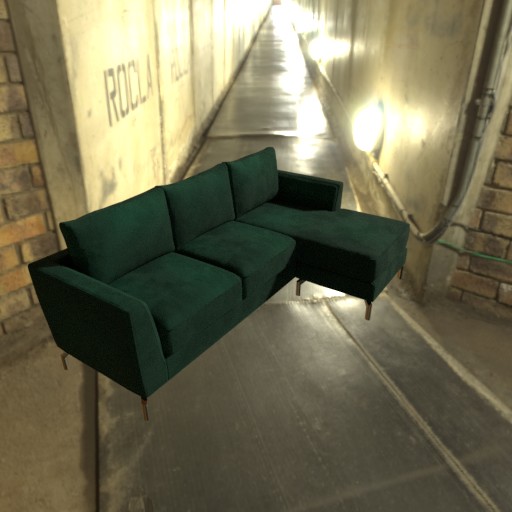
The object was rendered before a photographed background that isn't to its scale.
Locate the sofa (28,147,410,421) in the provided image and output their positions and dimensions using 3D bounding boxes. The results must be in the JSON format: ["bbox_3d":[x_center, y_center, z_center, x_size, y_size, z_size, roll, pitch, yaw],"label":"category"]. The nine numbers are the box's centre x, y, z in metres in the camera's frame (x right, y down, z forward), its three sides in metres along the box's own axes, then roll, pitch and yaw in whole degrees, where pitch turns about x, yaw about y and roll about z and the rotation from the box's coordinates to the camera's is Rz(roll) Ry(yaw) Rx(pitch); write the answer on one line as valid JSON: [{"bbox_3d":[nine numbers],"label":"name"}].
[{"bbox_3d":[0.000,0.000,3.129,1.489,1.007,2.441,17,32,30],"label":"sofa"}]
